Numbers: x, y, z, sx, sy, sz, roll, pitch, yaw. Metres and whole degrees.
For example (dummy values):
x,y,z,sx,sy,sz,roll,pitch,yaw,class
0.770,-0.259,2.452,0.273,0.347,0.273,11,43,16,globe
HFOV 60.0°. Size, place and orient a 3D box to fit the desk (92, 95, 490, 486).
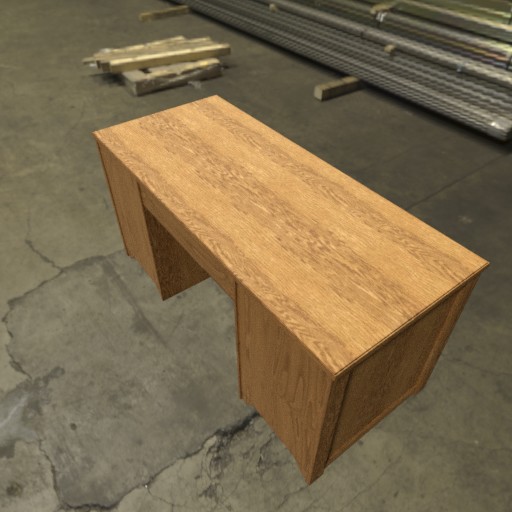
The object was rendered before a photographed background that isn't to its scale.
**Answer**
x,y,z,sx,sy,sz,roll,pitch,yaw,class
0.000,0.000,1.956,0.685,0.751,1.567,-27,50,-26,desk
